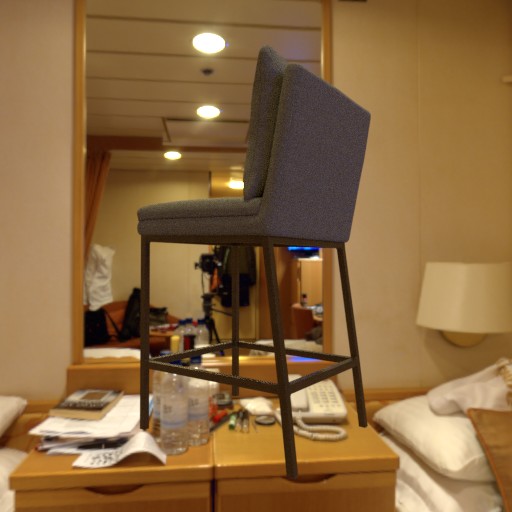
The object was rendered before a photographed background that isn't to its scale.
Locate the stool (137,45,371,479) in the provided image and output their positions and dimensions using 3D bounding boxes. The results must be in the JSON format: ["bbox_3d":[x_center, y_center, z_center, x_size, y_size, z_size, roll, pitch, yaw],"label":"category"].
[{"bbox_3d":[0.000,0.000,1.349,0.569,1.031,0.463,-1,-2,37],"label":"stool"}]
